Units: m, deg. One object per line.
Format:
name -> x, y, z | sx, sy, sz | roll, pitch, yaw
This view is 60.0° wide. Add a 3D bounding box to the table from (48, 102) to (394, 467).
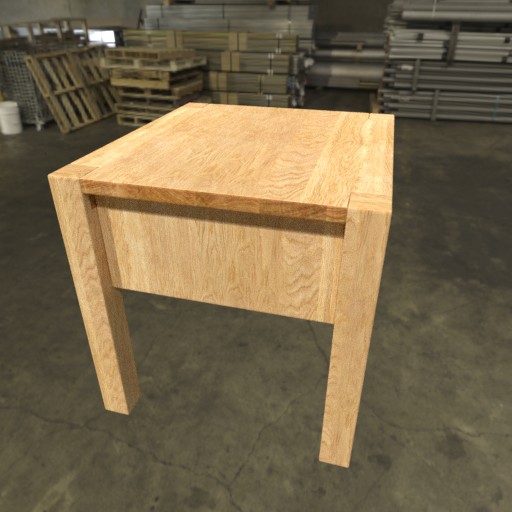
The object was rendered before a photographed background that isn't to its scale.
table -> 0.000, 0.000, 0.846 | 0.440, 0.450, 0.480 | 8, 31, 13
